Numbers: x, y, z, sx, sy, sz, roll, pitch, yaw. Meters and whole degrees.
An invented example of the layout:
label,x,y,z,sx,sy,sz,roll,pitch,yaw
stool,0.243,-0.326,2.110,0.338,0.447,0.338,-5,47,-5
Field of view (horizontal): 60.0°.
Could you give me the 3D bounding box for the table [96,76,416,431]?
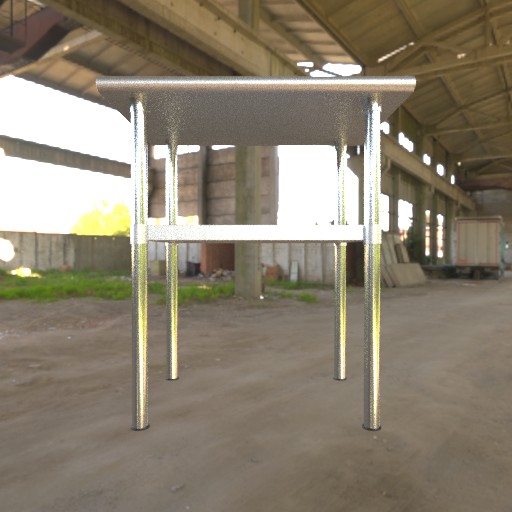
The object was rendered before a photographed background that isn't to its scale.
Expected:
label,x,y,z,sx,sy,sz,roll,pitch,yaw
table,0.000,0.000,1.352,0.762,0.876,0.584,0,1,0
